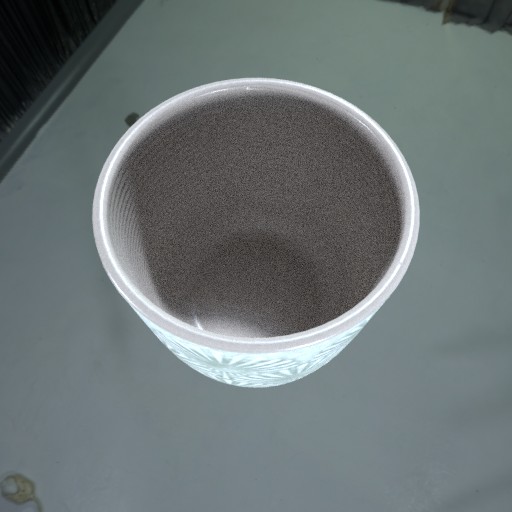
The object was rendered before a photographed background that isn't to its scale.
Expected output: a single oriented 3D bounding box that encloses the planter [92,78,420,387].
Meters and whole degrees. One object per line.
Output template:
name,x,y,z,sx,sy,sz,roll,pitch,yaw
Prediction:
planter,0.000,0.000,0.217,0.124,0.109,0.124,0,63,0
